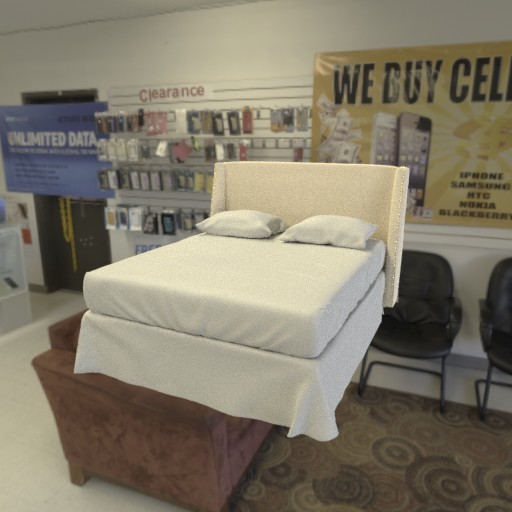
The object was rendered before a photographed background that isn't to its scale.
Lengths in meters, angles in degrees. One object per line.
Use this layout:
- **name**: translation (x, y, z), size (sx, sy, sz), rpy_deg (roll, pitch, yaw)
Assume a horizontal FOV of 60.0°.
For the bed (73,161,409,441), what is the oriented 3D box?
- **bed**: translation (0.000, 0.000, 3.464), size (1.925, 1.332, 2.276), rpy_deg (7, 16, 25)
